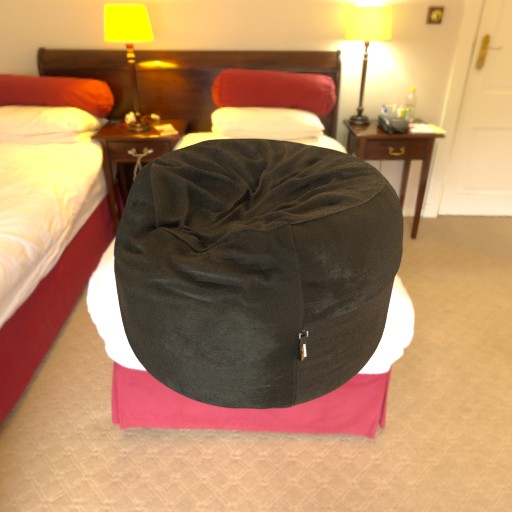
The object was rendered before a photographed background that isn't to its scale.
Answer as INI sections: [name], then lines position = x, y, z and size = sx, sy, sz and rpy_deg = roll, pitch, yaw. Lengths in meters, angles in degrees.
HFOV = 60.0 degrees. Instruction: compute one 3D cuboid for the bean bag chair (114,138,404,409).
[bean bag chair]
position = 0.000, 0.000, 1.482
size = 0.918, 0.605, 0.918
rpy_deg = 0, 29, 0
